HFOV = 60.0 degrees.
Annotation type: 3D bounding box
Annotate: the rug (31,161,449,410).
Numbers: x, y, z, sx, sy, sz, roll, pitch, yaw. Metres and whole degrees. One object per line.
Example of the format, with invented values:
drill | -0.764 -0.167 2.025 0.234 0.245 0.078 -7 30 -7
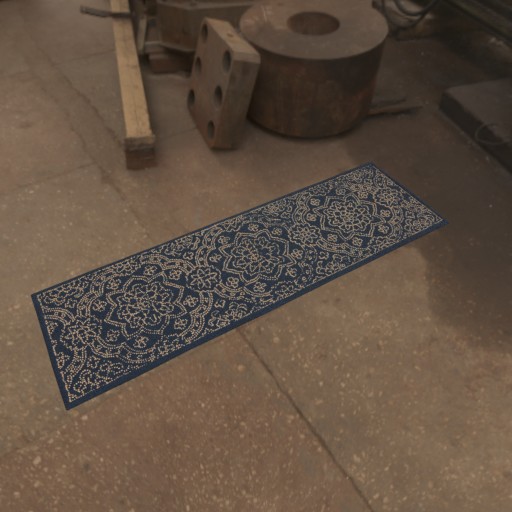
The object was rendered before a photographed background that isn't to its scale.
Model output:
rug | 0.000 0.000 2.646 2.448 0.012 0.769 -24 52 -20
